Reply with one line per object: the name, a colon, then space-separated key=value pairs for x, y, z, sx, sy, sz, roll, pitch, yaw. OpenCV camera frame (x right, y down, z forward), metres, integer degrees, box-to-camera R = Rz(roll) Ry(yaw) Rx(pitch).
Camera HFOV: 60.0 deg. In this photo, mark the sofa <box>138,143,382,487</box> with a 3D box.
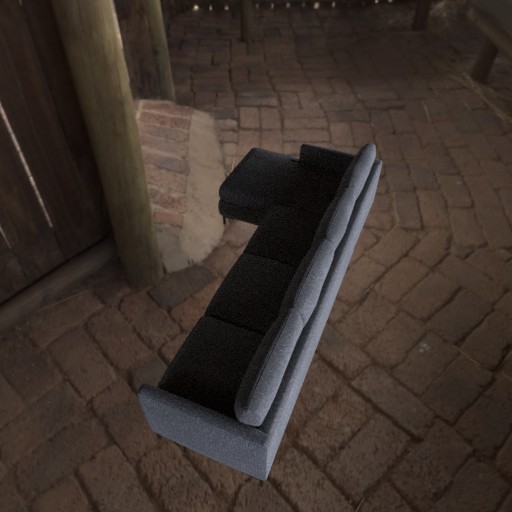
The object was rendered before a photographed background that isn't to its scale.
sofa: x=0.000 y=0.000 z=3.498 sx=1.350 sy=0.810 sz=2.932 roll=17 pitch=47 yaw=16
